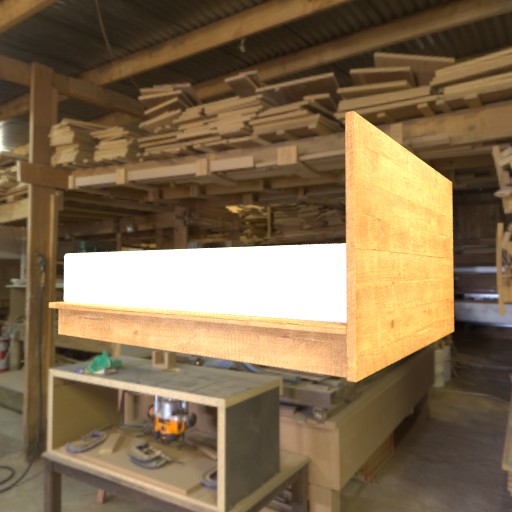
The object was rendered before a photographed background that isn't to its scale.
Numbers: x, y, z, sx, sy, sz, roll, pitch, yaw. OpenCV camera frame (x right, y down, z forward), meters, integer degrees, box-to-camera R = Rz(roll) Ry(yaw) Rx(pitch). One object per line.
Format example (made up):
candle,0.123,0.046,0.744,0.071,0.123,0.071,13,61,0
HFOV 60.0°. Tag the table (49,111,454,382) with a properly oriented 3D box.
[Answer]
table,0.000,0.000,3.010,2.149,1.041,1.707,-1,-2,35
